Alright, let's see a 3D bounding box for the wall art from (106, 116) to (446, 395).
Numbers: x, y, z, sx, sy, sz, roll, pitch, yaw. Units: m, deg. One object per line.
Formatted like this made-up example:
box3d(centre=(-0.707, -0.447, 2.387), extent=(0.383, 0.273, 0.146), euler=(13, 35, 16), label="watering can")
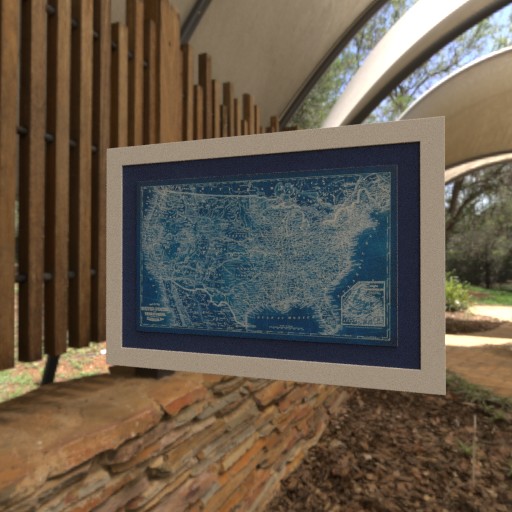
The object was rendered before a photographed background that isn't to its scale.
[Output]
box3d(centre=(0.000, 0.000, 1.668), extent=(1.308, 0.902, 0.051), euler=(0, -1, 19), label="wall art")
